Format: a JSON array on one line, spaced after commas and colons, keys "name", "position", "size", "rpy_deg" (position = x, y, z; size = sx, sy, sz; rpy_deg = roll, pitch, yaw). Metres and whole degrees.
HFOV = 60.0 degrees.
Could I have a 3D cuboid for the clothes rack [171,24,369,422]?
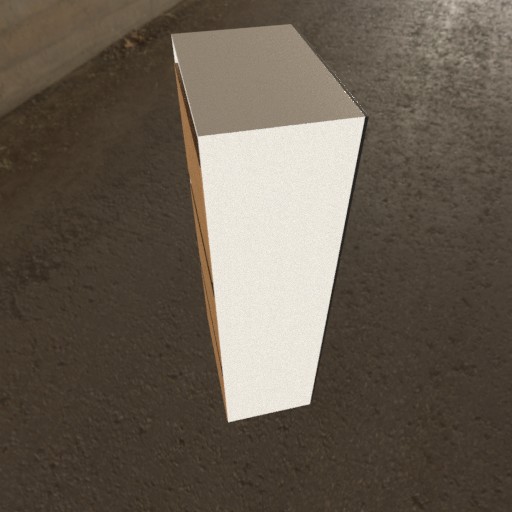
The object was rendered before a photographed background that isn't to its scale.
[{"name": "clothes rack", "position": [0.000, 0.000, 1.404], "size": [0.330, 1.187, 0.500], "rpy_deg": [-9, 47, -9]}]
